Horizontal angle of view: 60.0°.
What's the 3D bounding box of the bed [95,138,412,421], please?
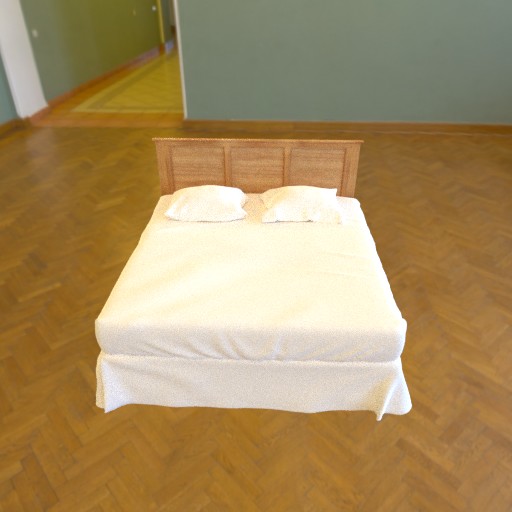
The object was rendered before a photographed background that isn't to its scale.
[{"bbox_3d":[0.000,0.000,3.632,2.317,1.270,2.215,1,32,2],"label":"bed"}]
